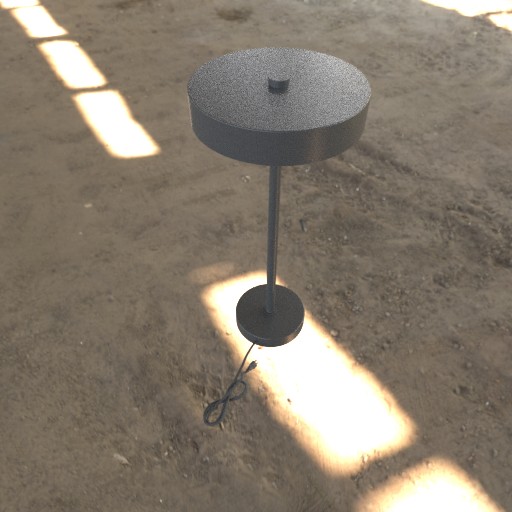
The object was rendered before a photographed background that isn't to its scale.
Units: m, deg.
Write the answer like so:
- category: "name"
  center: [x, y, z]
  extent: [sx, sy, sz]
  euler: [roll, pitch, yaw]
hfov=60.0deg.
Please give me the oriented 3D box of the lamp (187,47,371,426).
- category: "lamp"
  center: [0.000, 0.000, 0.688]
  extent: [0.229, 0.508, 0.369]
  euler: [18, 49, 16]
